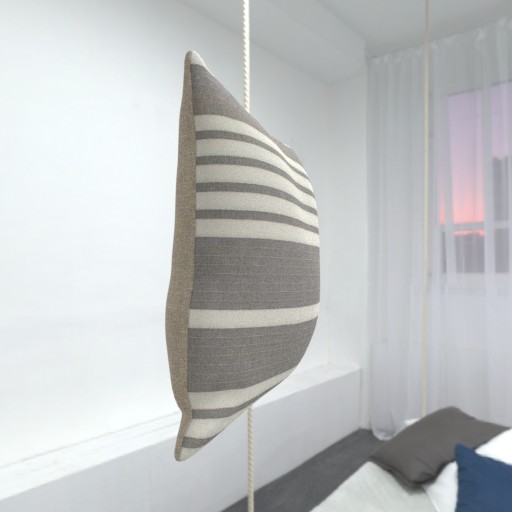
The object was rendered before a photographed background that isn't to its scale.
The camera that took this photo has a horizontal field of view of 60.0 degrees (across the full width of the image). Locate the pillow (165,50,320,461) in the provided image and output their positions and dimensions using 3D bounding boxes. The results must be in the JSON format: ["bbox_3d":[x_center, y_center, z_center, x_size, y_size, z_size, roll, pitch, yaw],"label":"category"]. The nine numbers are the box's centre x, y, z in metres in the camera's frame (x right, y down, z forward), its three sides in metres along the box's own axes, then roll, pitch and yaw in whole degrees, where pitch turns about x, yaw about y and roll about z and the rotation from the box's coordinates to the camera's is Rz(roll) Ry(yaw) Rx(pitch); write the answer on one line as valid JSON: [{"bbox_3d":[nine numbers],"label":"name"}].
[{"bbox_3d":[0.000,0.000,0.669,0.182,0.440,0.439,0,-1,20],"label":"pillow"}]
